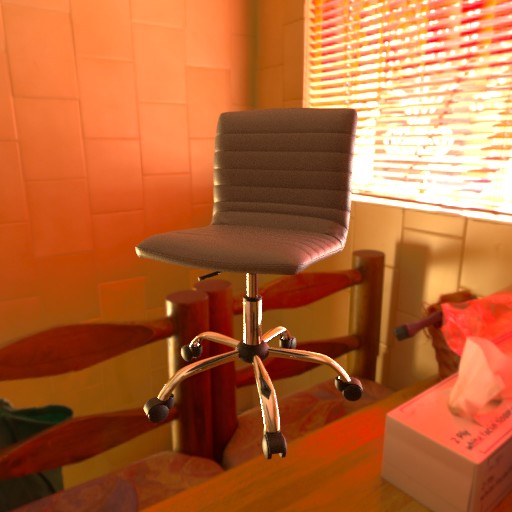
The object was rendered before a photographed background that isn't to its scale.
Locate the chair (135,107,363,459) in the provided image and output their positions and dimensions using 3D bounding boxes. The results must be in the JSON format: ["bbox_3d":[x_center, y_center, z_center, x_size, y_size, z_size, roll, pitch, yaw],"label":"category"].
[{"bbox_3d":[0.000,0.000,1.142,0.569,0.750,0.542,7,16,25],"label":"chair"}]
